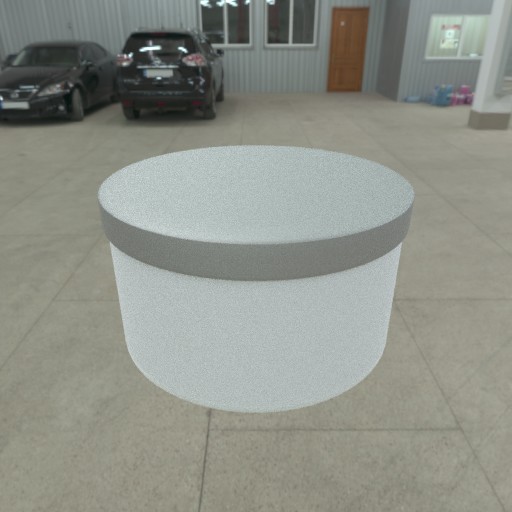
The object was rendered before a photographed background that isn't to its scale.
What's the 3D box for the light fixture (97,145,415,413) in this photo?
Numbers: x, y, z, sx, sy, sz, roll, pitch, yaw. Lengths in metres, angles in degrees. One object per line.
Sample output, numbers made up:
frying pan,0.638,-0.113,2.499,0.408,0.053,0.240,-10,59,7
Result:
light fixture,0.000,0.000,0.626,0.393,0.229,0.393,0,27,0
